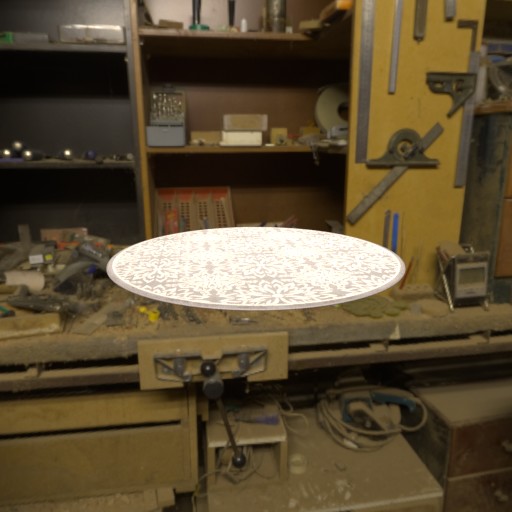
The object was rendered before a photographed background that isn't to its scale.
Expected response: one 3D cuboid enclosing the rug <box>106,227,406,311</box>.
[{"bbox_3d":[0.000,0.000,2.482,1.593,0.012,1.593,0,15,0],"label":"rug"}]
